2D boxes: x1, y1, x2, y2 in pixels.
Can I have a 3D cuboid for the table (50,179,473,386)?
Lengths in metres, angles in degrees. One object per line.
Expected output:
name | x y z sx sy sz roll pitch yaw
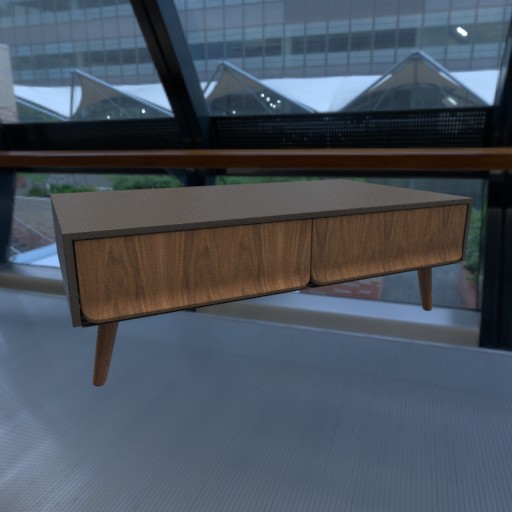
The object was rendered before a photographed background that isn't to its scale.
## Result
table | 0.000 0.000 1.495 1.201 0.404 0.703 -7 17 -25
